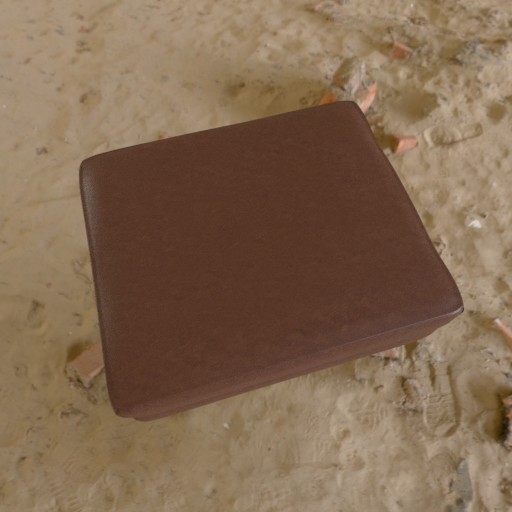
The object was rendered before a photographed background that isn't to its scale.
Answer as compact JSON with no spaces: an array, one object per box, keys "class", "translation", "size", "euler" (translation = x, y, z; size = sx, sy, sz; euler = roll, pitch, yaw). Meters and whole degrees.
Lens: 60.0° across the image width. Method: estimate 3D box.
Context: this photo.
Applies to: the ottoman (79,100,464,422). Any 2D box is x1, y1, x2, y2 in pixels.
[{"class":"ottoman","translation":[0.000,0.000,1.477],"size":[0.987,0.472,0.836],"euler":[-15,64,-7]}]
